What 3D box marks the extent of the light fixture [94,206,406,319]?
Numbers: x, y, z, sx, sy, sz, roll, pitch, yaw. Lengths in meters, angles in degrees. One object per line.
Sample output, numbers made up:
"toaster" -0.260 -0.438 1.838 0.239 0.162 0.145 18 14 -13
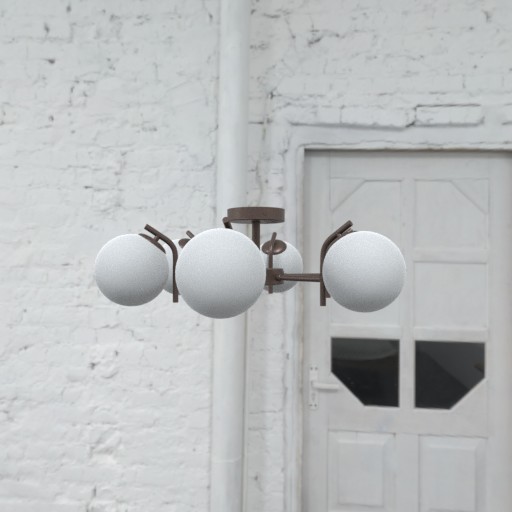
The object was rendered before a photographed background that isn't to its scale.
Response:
"light fixture" 0.000 0.000 0.963 0.662 0.201 0.662 0 0 0
